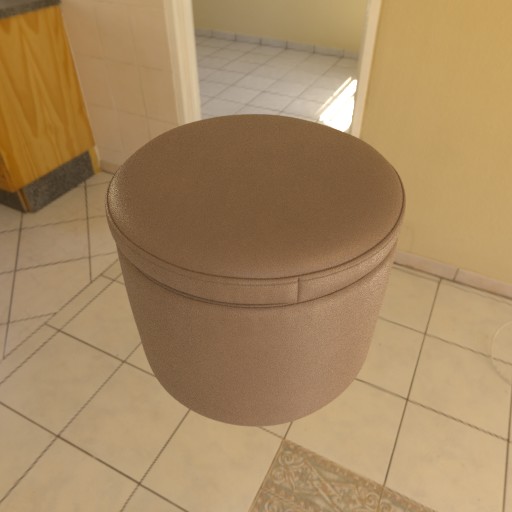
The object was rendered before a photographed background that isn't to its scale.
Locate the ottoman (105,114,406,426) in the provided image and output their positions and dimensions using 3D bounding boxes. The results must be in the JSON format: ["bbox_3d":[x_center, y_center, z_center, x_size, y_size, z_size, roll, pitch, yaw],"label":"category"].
[{"bbox_3d":[0.000,0.000,0.861,0.500,0.409,0.500,0,41,0],"label":"ottoman"}]
